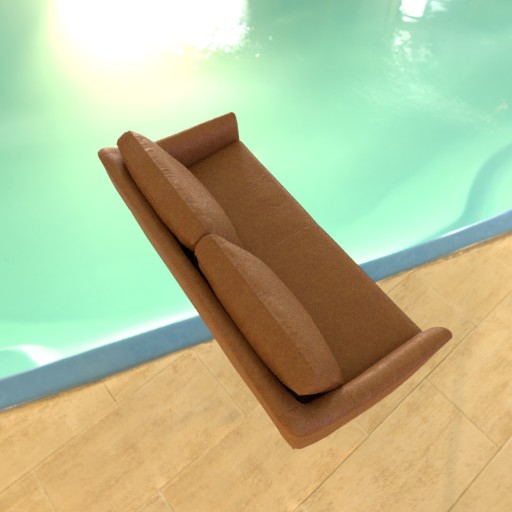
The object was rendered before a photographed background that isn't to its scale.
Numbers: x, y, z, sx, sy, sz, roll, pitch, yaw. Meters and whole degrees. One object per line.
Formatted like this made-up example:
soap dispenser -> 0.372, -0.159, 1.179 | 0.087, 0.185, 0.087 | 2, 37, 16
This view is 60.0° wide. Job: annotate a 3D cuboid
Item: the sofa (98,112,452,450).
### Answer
sofa -> 0.000, 0.000, 2.575 | 0.981, 0.945, 2.036 | -30, 62, -18
